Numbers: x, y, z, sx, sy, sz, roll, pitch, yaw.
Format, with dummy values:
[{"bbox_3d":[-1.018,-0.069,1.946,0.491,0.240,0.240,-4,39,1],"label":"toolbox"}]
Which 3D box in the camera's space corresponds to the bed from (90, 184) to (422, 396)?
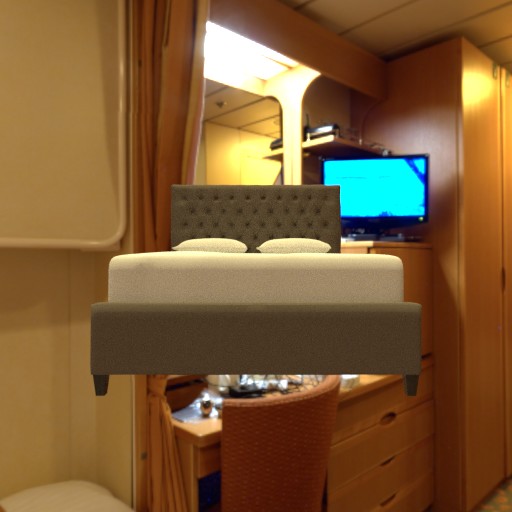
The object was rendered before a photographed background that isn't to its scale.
[{"bbox_3d":[0.000,0.000,3.330,1.696,1.426,2.233,0,0,0],"label":"bed"}]
